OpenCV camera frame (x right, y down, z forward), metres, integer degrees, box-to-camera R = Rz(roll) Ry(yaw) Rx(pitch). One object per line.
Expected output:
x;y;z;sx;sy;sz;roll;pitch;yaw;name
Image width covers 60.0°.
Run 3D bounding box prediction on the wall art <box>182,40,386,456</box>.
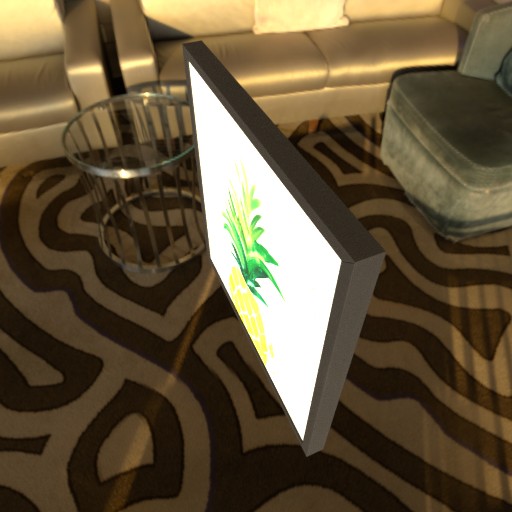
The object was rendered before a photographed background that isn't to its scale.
0.000;0.000;0.740;0.033;0.507;0.508;-18;50;-16;wall art
